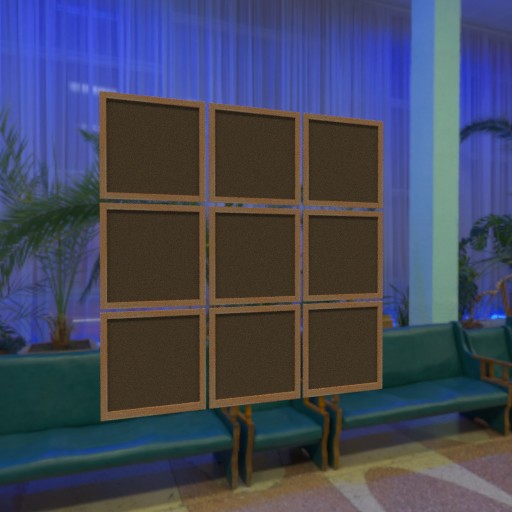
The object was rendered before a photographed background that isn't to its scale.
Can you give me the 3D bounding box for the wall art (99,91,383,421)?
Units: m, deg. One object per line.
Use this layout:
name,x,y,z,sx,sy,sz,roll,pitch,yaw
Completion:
wall art,0.000,0.000,2.291,1.520,1.525,0.013,0,1,-19
